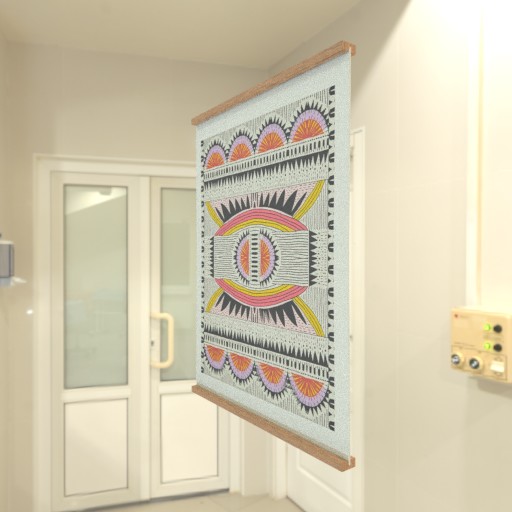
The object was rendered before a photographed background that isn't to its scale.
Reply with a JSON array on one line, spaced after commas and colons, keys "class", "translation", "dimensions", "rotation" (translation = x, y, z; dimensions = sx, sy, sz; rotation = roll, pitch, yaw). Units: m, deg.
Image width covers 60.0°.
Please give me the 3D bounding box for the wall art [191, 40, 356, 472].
[{"class": "wall art", "translation": [0.000, 0.000, 0.817], "dimensions": [0.028, 0.609, 0.456], "rotation": [0, 0, -36]}]
